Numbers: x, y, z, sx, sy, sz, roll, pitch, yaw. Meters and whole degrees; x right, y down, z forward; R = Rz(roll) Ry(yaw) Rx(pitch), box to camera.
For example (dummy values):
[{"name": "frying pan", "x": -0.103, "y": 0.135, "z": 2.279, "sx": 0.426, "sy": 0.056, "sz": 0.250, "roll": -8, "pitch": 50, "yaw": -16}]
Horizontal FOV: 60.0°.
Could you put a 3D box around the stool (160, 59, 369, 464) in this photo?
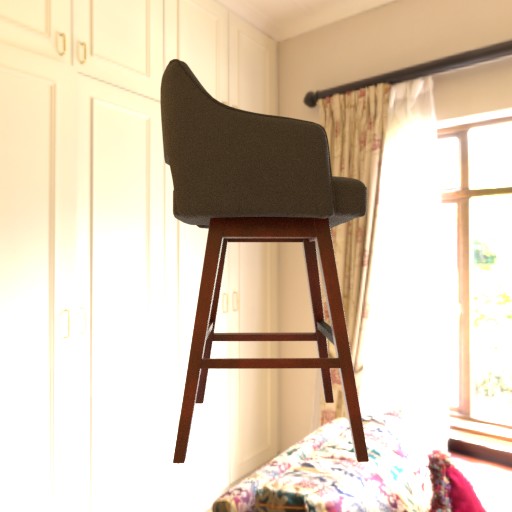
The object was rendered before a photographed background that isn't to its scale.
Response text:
[{"name": "stool", "x": 0.000, "y": 0.000, "z": 1.319, "sx": 0.558, "sy": 1.012, "sz": 0.548, "roll": 0, "pitch": 0, "yaw": -1}]
